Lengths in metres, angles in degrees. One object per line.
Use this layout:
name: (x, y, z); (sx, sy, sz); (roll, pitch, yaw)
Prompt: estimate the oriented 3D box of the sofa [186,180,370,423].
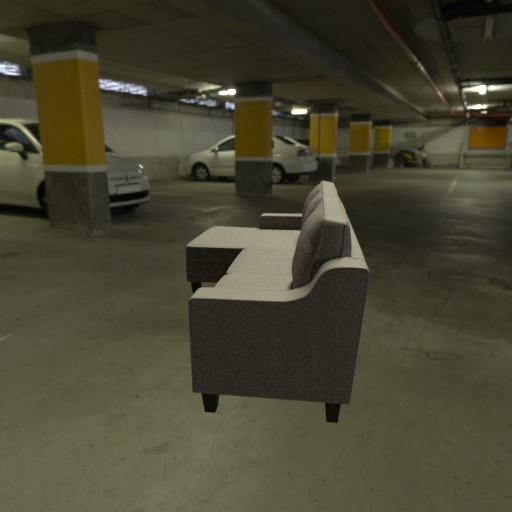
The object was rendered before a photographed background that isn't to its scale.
sofa: (0.000, 0.000, 3.156); (1.294, 0.928, 2.561); (2, 14, 8)
